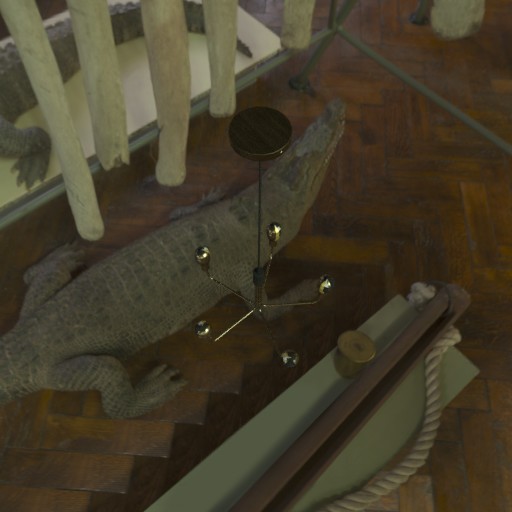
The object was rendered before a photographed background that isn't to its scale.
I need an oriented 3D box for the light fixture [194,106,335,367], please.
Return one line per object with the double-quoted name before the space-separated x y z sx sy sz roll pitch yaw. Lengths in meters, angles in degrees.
"light fixture" 0.000 0.000 1.389 0.532 1.059 0.588 -37 69 -17
